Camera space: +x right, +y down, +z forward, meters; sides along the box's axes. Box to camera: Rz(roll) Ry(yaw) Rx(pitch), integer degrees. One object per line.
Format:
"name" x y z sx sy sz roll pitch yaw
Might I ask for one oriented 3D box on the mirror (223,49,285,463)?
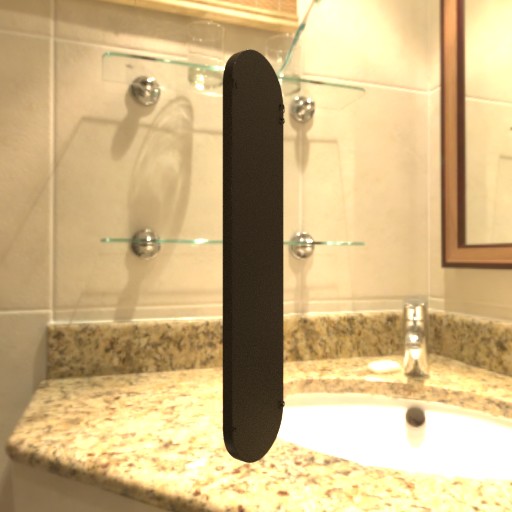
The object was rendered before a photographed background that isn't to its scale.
"mirror" 0.000 0.000 1.086 0.032 0.991 0.222 0 0 35
